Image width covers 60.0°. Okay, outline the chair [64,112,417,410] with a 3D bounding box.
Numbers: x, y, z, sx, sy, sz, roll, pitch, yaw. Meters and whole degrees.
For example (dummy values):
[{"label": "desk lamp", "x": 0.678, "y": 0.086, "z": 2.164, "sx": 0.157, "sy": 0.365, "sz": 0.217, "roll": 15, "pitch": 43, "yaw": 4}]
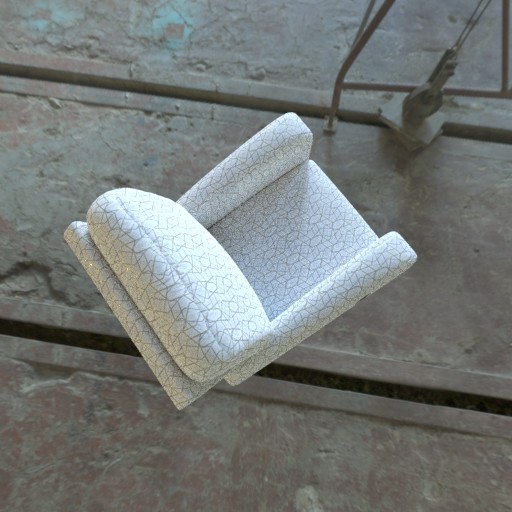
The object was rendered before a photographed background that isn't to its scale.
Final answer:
[{"label": "chair", "x": 0.000, "y": 0.000, "z": 1.763, "sx": 0.995, "sy": 1.064, "sz": 0.796, "roll": -36, "pitch": 78, "yaw": -9}]
